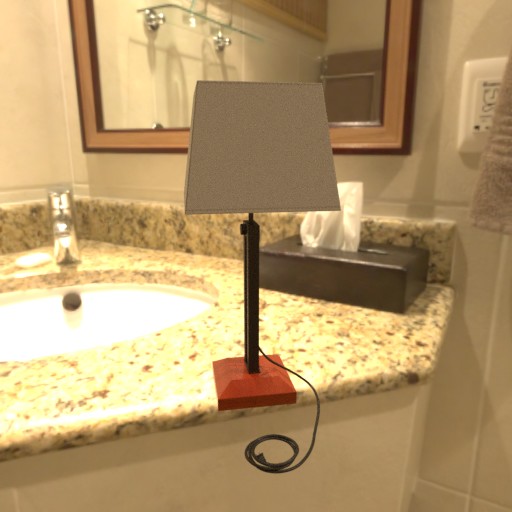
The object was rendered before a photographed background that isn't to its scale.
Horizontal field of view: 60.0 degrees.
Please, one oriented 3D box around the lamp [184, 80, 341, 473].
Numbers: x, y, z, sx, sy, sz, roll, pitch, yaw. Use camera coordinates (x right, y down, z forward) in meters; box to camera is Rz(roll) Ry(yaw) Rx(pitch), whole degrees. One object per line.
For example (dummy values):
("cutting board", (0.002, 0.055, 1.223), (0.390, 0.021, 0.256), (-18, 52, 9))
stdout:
("lamp", (0.000, 0.000, 0.993), (0.310, 0.737, 0.498), (-2, 15, -9))
